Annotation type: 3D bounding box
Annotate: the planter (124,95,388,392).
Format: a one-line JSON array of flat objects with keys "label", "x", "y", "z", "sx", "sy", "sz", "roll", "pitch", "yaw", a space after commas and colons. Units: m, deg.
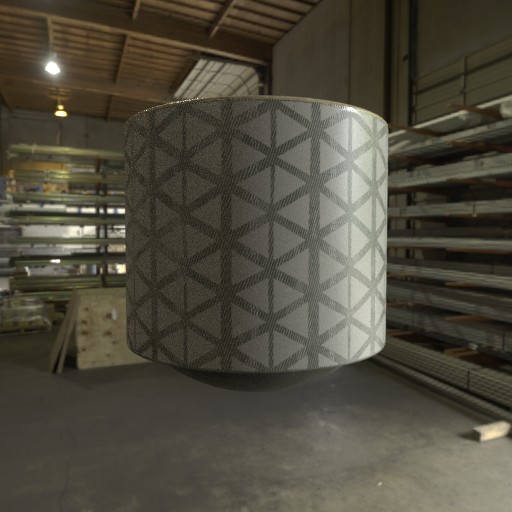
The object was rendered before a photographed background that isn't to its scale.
[{"label": "planter", "x": 0.000, "y": 0.000, "z": 0.336, "sx": 0.190, "sy": 0.181, "sz": 0.190, "roll": 0, "pitch": 3, "yaw": 0}]
